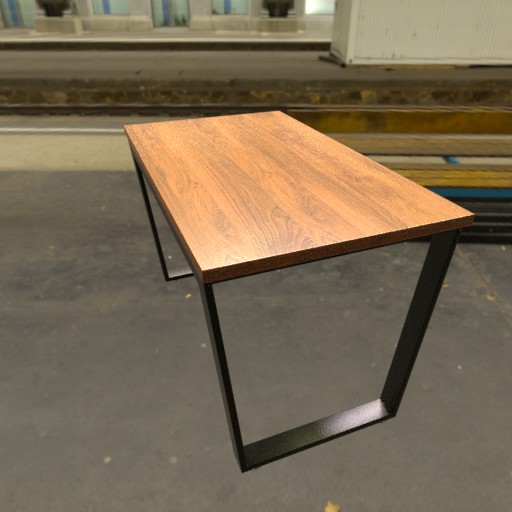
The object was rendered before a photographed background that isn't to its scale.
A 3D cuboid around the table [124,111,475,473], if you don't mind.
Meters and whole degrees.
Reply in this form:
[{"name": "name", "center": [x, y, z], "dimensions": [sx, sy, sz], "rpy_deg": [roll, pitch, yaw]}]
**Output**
[{"name": "table", "center": [0.000, 0.000, 1.682], "dimensions": [0.714, 0.760, 1.205], "rpy_deg": [-12, 33, -18]}]
